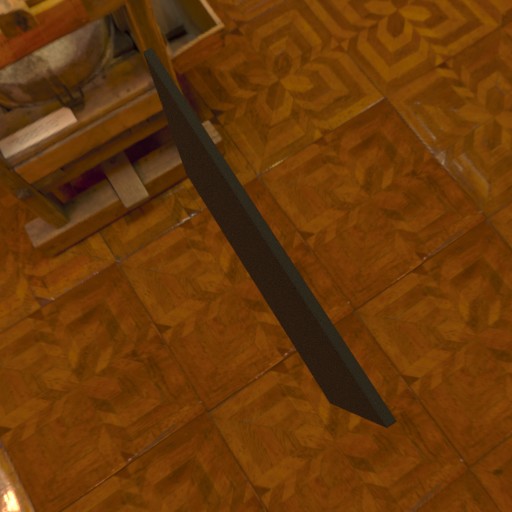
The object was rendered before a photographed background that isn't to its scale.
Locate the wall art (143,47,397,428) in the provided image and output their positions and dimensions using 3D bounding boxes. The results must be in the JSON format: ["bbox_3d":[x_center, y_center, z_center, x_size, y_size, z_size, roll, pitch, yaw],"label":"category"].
[{"bbox_3d":[0.000,0.000,1.240,0.026,0.656,0.958,-31,78,-8],"label":"wall art"}]
